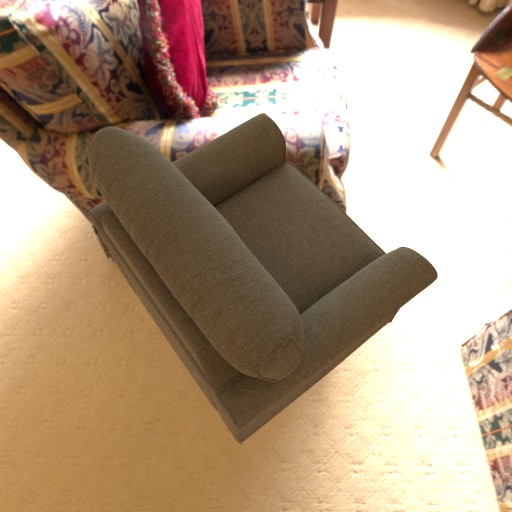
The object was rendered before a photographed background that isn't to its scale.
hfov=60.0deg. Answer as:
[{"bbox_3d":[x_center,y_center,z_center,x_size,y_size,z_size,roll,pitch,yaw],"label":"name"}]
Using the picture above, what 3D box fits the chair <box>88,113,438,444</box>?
[{"bbox_3d":[0.000,0.000,1.595,0.816,0.890,0.941,-33,65,-18],"label":"chair"}]
